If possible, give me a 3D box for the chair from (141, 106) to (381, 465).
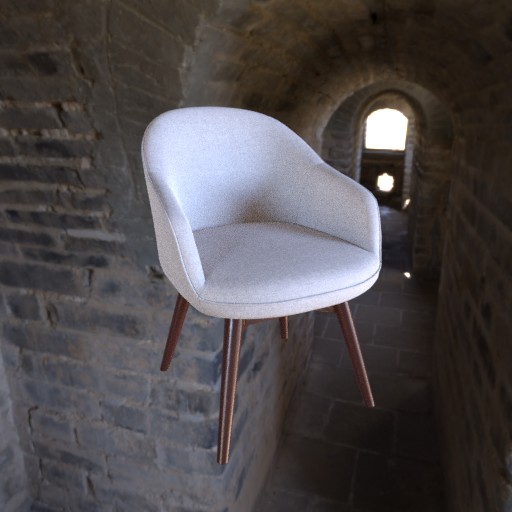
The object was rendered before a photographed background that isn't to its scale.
[{"bbox_3d":[0.000,0.000,1.266,0.596,0.823,0.635,-9,19,-27],"label":"chair"}]
